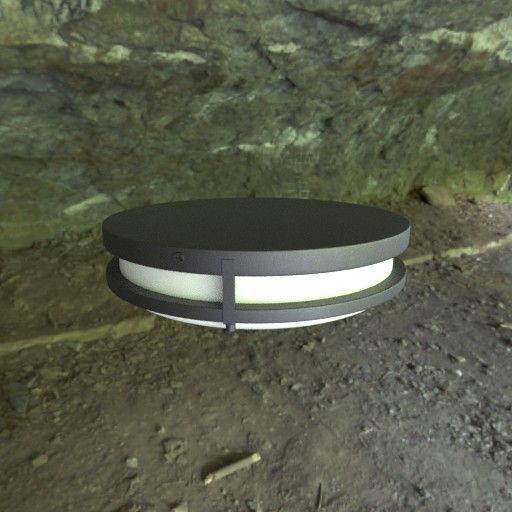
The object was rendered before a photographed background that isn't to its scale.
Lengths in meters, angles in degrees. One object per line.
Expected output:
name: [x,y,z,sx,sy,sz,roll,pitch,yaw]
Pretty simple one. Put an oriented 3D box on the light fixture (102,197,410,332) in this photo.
light fixture: [0.000,0.000,0.549,0.356,0.102,0.356,0,15,0]
